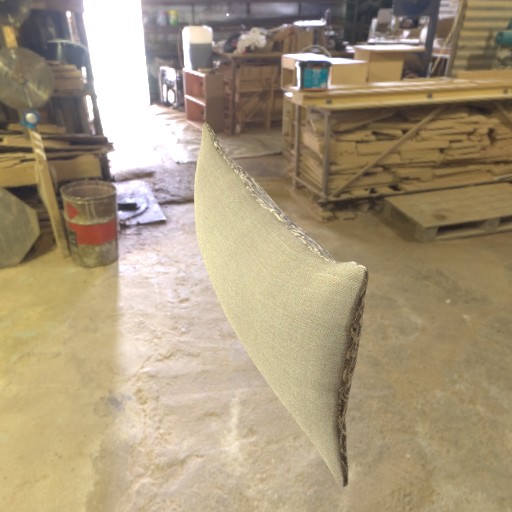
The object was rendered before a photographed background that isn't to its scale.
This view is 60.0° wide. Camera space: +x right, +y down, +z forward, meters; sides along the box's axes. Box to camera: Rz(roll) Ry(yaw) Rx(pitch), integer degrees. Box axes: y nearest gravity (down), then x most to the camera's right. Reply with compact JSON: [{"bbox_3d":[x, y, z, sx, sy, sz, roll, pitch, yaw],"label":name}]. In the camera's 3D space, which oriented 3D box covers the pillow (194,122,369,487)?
[{"bbox_3d":[0.000,0.000,0.707,0.148,0.290,0.631,-10,31,-17],"label":"pillow"}]
